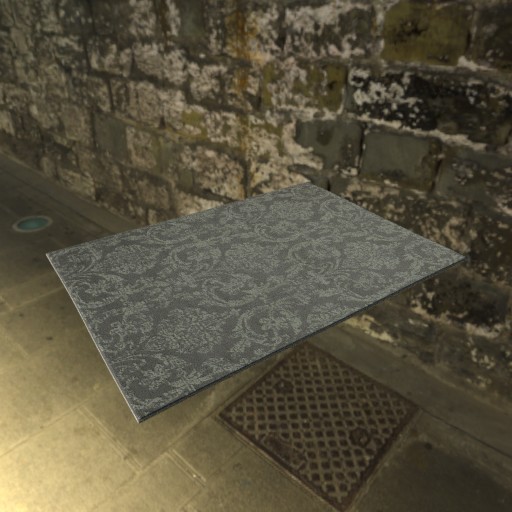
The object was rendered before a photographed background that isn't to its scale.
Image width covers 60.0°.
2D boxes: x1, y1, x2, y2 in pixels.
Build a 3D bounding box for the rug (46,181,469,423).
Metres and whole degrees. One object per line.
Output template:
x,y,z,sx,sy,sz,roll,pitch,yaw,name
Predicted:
0.000,0.000,2.836,2.206,0.014,1.578,-20,36,-29,rug
